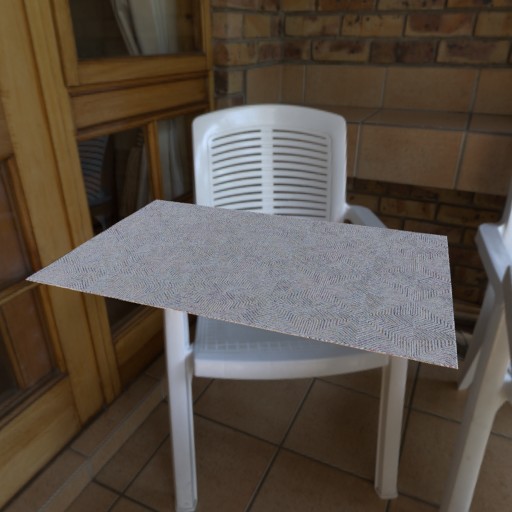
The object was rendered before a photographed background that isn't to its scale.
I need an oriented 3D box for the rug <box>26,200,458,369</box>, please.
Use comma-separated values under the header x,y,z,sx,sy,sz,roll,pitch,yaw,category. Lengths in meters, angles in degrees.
x,y,z,sx,sy,sz,roll,pitch,yaw,category
0.000,0.000,2.962,2.428,0.007,1.519,9,28,17,rug
